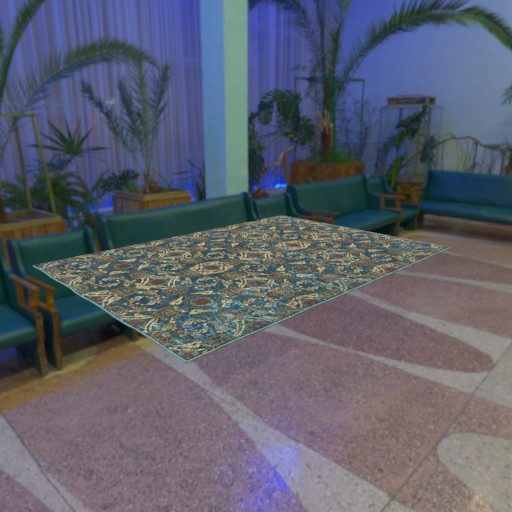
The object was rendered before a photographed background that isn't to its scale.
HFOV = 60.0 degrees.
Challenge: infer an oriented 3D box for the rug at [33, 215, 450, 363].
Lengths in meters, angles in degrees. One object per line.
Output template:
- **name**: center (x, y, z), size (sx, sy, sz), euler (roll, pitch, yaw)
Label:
- **rug**: center (0.000, 0.000, 2.849), size (2.207, 0.014, 1.567), euler (-15, 22, -42)
